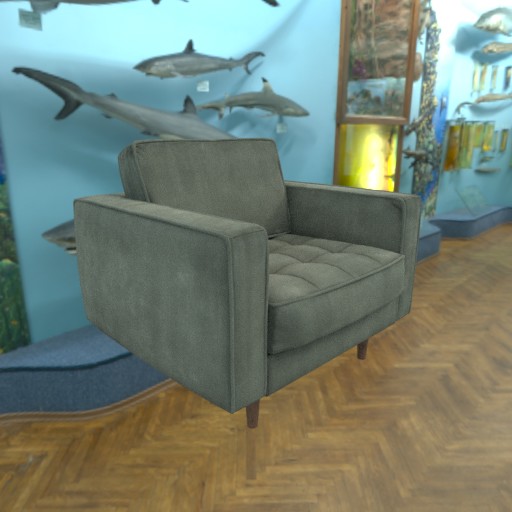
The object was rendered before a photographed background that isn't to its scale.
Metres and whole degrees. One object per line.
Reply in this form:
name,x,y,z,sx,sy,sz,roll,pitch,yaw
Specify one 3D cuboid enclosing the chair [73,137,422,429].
chair,0.000,0.000,1.514,0.928,0.773,0.843,-15,21,-42
